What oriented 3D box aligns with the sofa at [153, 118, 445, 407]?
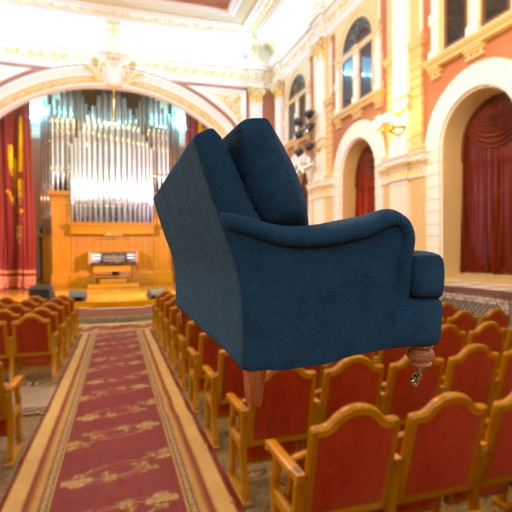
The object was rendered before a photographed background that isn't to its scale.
[{"bbox_3d":[0.000,0.000,2.703,1.084,1.101,2.141,0,1,-17],"label":"sofa"}]
